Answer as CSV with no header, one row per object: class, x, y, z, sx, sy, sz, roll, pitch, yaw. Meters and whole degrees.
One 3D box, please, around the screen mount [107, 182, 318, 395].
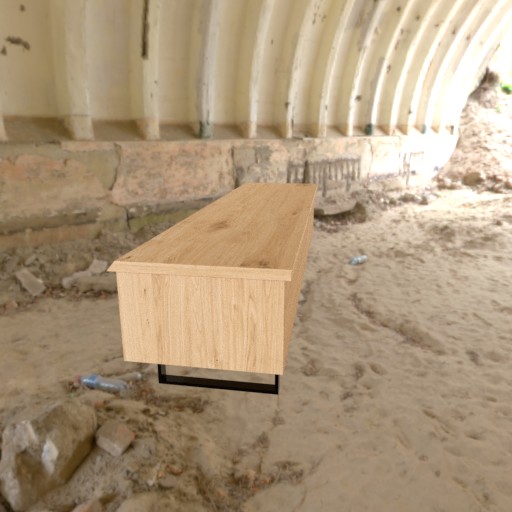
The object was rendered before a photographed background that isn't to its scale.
screen mount,0.000,0.000,1.898,0.450,0.430,1.700,3,16,9
